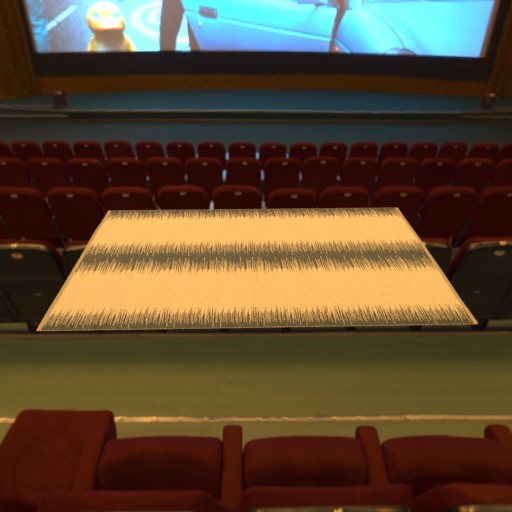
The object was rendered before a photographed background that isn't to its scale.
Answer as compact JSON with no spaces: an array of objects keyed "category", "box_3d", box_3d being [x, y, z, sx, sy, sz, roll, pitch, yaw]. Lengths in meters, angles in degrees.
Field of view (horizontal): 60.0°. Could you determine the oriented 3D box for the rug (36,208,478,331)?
[{"category":"rug","box_3d":[0.000,0.000,3.093,2.453,0.003,1.519,-1,31,-1]}]
